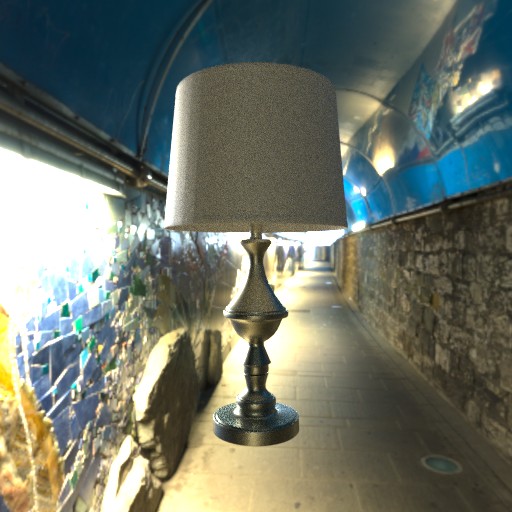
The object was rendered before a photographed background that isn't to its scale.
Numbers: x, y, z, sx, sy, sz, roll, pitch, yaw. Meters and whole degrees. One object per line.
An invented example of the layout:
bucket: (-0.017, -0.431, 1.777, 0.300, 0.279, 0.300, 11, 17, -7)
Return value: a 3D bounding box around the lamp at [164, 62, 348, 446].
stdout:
lamp: (0.000, 0.000, 0.942, 0.383, 0.733, 0.383, 0, 1, 0)
